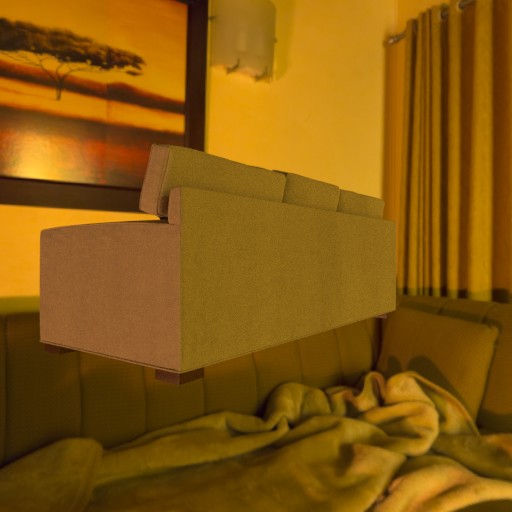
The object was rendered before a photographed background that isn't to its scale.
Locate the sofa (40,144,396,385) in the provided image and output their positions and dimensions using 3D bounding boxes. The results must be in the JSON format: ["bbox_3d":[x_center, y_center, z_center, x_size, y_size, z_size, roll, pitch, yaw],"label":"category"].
[{"bbox_3d":[0.000,0.000,2.582,0.936,0.862,2.093,0,0,37],"label":"sofa"}]
